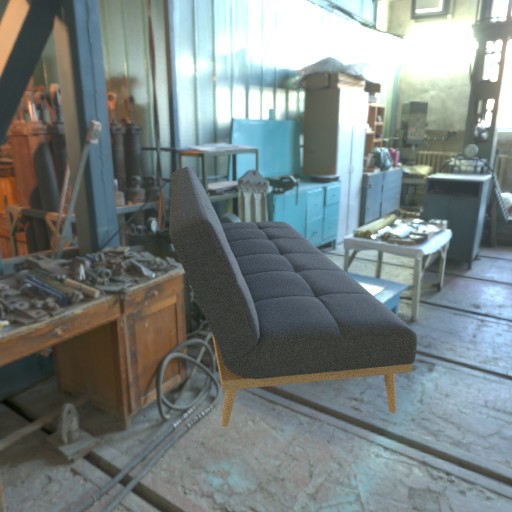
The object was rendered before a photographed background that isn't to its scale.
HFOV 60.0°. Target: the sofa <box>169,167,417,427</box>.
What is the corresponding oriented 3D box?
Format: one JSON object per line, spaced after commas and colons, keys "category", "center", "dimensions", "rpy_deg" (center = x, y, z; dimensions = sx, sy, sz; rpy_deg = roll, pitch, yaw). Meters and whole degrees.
{"category": "sofa", "center": [0.000, 0.000, 2.266], "dimensions": [0.820, 0.770, 1.820], "rpy_deg": [-3, 17, -10]}
